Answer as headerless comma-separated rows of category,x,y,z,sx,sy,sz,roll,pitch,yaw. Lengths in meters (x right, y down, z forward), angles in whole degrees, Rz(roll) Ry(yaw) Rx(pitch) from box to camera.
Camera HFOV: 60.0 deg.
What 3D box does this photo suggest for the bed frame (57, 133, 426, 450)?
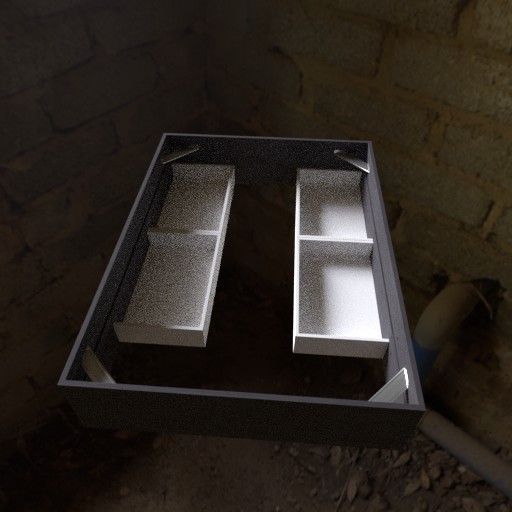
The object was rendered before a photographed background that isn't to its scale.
bed frame,0.000,0.000,2.553,1.448,0.459,1.944,3,46,3
